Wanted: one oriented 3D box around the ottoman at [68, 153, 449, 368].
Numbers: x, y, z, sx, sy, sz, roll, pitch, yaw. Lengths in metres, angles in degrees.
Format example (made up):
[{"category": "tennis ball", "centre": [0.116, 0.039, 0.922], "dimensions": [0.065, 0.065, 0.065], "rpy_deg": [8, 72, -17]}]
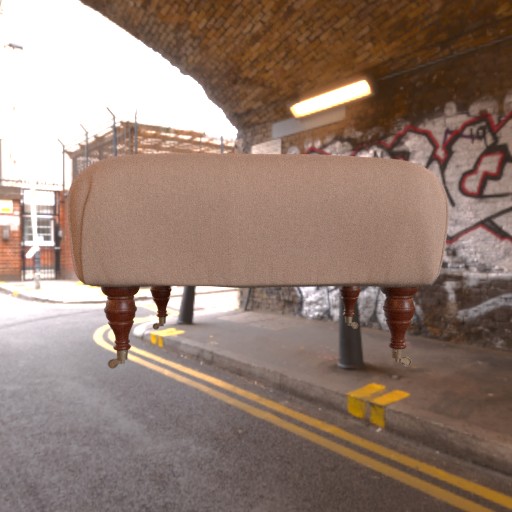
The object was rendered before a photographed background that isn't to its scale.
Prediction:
[{"category": "ottoman", "centre": [0.000, 0.000, 1.123], "dimensions": [0.746, 0.450, 0.639], "rpy_deg": [0, 1, -1]}]
